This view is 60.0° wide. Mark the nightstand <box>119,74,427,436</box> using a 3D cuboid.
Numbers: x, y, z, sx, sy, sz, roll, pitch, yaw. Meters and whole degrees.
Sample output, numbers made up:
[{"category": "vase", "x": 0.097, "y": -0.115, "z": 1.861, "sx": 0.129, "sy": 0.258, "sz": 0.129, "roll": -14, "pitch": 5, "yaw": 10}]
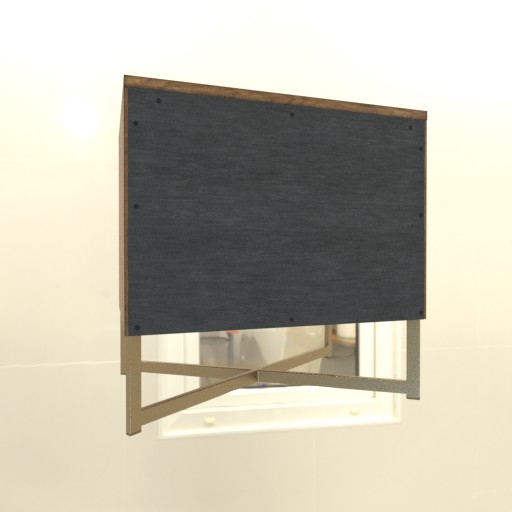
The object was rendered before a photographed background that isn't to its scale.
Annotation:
[{"category": "nightstand", "x": 0.000, "y": 0.000, "z": 1.045, "sx": 0.610, "sy": 0.610, "sz": 0.446, "roll": 0, "pitch": 1, "yaw": -18}]
